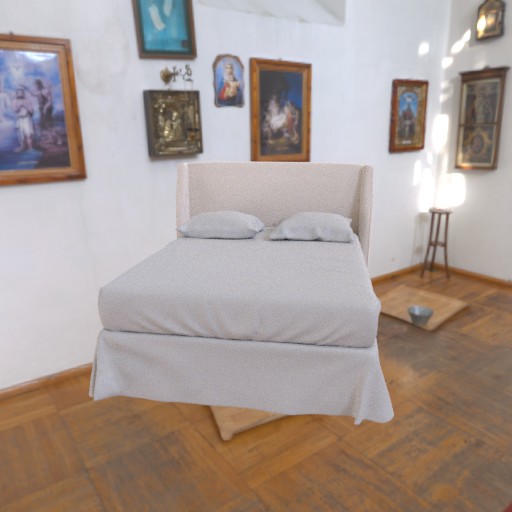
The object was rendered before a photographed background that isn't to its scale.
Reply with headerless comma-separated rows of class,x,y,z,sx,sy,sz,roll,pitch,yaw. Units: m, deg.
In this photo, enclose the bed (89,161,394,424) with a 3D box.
bed,0.000,0.000,3.468,1.925,1.332,2.276,2,15,9
